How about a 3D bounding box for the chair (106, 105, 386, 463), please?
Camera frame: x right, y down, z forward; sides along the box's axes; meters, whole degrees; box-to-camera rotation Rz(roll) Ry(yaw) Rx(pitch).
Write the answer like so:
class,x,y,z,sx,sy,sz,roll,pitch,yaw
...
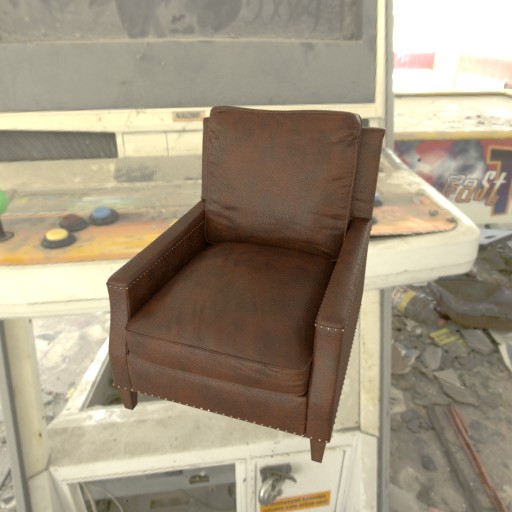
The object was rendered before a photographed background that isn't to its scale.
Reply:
class,x,y,z,sx,sy,sz,roll,pitch,yaw
chair,0.000,0.000,1.822,0.854,1.054,1.035,9,29,16
